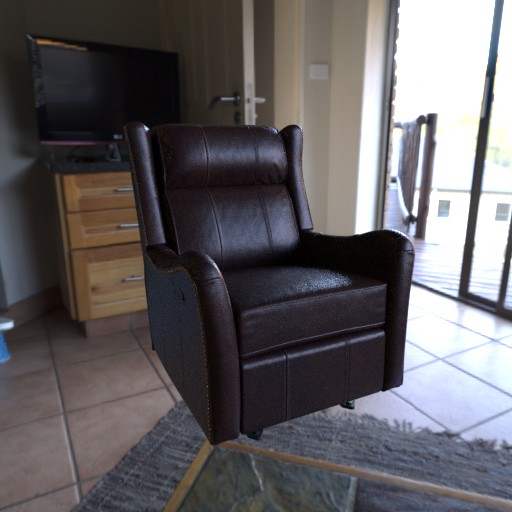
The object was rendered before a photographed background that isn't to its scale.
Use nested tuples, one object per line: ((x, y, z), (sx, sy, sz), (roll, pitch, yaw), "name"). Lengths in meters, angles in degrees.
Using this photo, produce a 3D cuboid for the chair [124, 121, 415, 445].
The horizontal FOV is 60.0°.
((0.000, 0.000, 1.847), (0.869, 1.084, 1.008), (-7, 16, -26), "chair")
